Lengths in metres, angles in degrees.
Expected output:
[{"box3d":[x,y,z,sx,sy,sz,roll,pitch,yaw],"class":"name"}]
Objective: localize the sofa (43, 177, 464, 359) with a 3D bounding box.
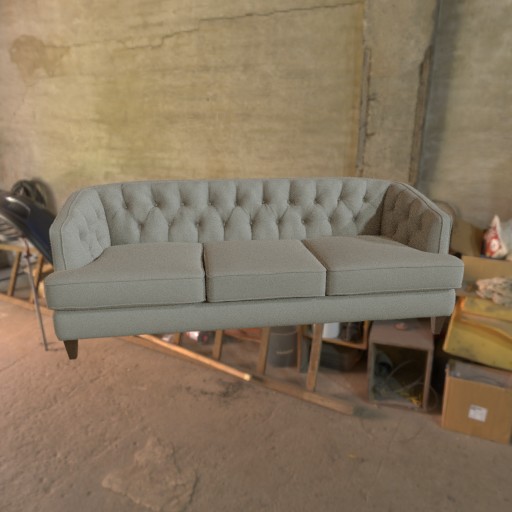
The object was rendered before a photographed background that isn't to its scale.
[{"box3d":[0.000,0.000,2.761,2.278,0.855,0.941,-2,17,-8],"class":"sofa"}]
